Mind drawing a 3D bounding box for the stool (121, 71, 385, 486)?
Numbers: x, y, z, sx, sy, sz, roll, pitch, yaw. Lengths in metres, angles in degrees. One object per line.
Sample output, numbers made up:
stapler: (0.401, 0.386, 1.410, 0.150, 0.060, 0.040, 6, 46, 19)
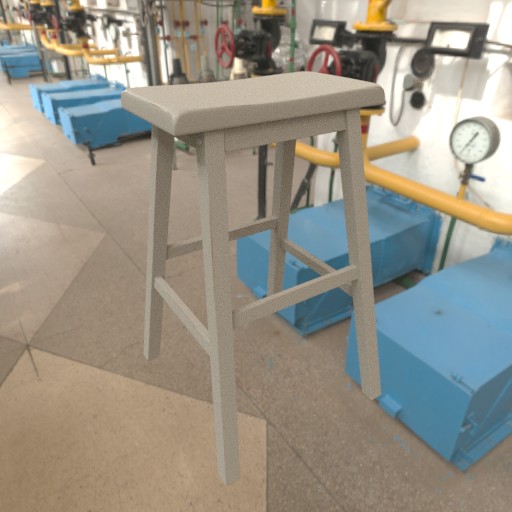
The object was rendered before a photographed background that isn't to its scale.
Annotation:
stool: (0.000, 0.000, 1.019, 0.457, 0.737, 0.476, -18, 34, -28)
